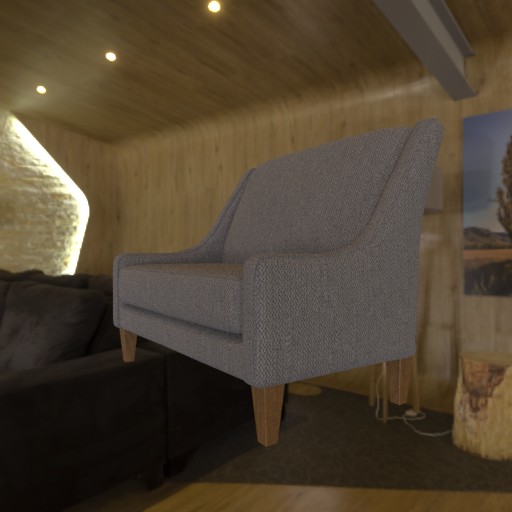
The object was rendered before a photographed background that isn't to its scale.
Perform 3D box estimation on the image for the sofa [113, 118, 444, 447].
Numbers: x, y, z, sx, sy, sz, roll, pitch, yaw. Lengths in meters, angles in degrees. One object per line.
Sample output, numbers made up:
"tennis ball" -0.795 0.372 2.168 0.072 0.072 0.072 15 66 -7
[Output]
"sofa" 0.000 0.000 1.889 0.873 1.022 1.242 0 1 -35
